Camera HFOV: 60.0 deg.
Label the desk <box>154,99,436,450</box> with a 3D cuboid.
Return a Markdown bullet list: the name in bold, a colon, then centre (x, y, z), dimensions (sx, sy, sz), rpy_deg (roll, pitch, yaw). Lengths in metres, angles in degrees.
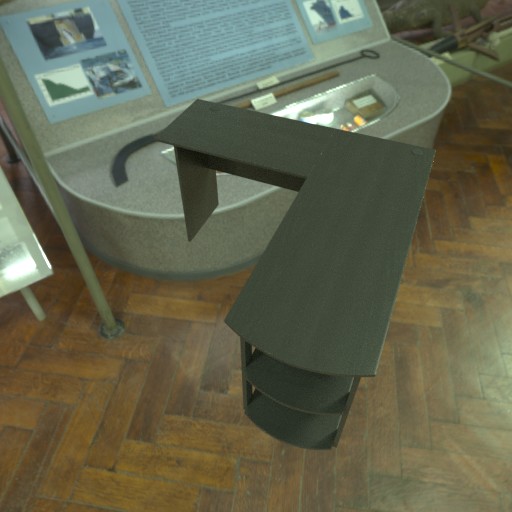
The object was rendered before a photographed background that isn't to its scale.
- **desk**: centre (0.000, 0.000, 2.139), dimensions (1.303, 0.716, 1.361), rpy_deg (17, 49, 16)
